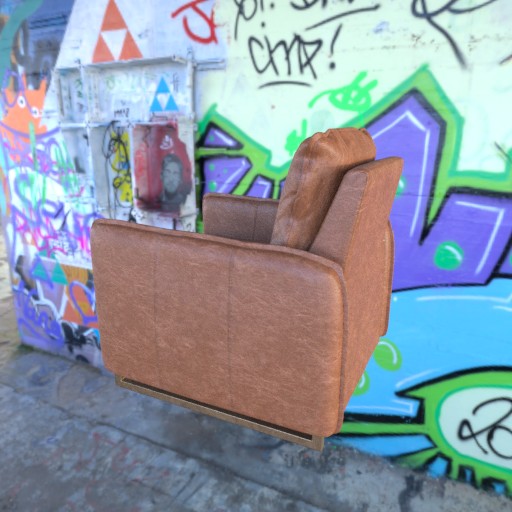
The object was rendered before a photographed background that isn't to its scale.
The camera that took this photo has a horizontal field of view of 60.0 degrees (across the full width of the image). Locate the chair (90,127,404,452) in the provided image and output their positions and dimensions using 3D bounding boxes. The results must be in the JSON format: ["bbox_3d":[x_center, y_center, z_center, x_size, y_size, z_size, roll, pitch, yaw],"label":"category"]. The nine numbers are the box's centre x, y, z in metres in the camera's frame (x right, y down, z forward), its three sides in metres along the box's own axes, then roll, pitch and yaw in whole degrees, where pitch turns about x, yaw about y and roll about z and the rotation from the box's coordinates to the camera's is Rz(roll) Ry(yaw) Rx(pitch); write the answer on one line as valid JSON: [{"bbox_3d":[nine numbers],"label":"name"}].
[{"bbox_3d":[0.000,0.000,1.651,0.922,0.922,0.830,8,18,25],"label":"chair"}]
